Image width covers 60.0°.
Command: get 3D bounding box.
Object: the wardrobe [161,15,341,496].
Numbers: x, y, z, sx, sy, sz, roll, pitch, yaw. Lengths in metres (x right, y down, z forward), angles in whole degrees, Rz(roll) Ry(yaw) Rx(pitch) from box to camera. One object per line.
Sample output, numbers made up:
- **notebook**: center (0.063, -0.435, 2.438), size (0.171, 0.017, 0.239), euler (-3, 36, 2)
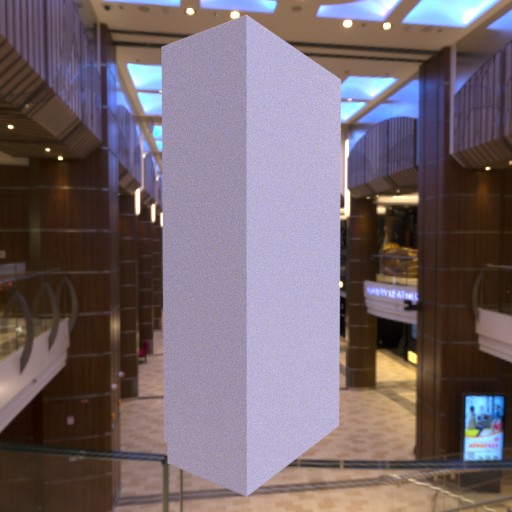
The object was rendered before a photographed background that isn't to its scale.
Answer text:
- **wardrobe**: center (0.000, 0.000, 2.008), size (0.470, 1.700, 0.760), euler (1, 2, 36)
